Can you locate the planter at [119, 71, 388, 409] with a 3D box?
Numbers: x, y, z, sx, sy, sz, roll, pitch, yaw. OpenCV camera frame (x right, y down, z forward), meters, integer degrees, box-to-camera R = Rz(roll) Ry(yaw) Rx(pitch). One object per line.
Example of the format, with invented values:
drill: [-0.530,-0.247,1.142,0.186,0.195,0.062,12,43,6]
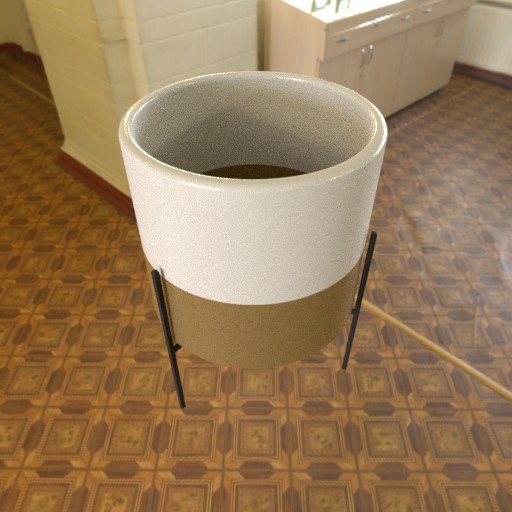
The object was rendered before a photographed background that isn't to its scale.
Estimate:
planter: [0.000,0.000,0.648,0.310,0.432,0.310,0,41,0]
